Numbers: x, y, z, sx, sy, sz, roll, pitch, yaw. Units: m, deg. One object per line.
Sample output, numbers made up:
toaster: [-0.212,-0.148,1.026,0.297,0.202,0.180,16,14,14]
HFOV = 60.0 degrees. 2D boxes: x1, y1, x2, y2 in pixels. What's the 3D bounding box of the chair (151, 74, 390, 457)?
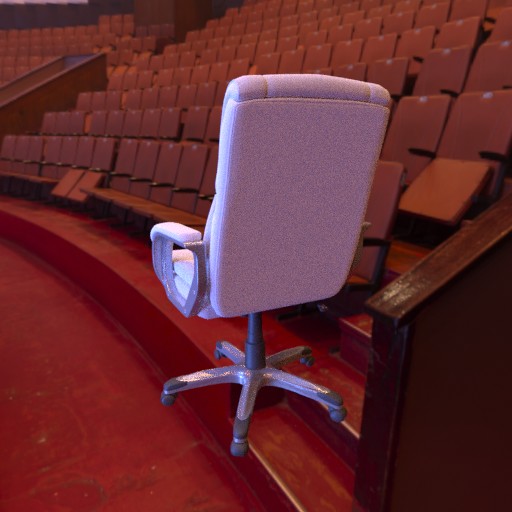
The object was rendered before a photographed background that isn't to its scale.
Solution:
chair: [0.000,0.000,1.564,0.687,1.120,0.738,-8,17,-27]
